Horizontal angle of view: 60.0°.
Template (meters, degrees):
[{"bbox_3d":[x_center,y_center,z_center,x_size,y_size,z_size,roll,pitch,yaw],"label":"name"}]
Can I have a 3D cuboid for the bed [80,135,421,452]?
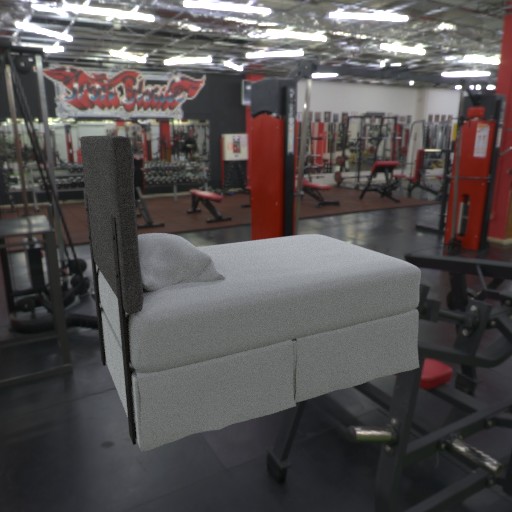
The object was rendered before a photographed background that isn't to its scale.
[{"bbox_3d":[0.000,0.000,3.003,1.997,1.571,1.261,-8,17,-26],"label":"bed"}]
